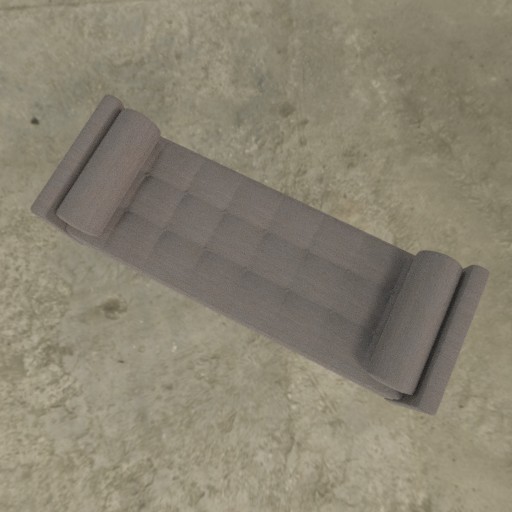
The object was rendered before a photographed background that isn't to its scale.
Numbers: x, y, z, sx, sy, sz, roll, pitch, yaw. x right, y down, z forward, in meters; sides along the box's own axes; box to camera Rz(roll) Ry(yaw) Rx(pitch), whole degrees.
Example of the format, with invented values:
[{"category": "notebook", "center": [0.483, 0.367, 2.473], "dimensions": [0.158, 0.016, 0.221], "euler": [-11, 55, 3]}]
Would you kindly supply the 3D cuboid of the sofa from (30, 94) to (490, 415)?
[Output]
[{"category": "sofa", "center": [0.000, 0.000, 2.270], "dimensions": [1.981, 0.635, 0.686], "euler": [26, 78, 6]}]
